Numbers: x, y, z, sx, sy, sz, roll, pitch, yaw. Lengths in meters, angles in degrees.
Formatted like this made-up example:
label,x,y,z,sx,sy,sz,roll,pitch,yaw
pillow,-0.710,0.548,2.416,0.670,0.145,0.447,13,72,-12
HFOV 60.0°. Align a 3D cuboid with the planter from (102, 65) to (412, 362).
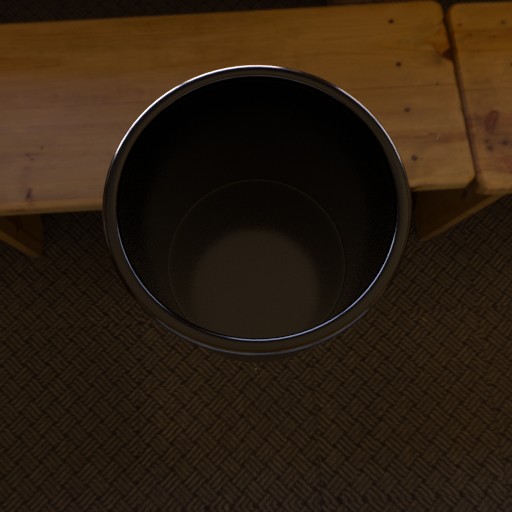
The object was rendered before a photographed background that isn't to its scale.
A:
label,x,y,z,sx,sy,sz,roll,pitch,yaw
planter,0.000,0.000,0.634,0.310,0.432,0.310,-34,78,-8
